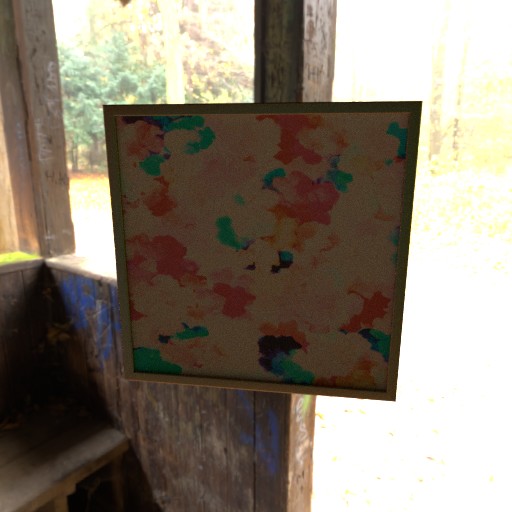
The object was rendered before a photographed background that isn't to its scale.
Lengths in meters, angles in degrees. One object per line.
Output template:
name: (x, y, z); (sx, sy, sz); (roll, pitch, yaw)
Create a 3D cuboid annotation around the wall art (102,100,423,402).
wall art: (0.000, 0.000, 0.780); (0.510, 0.509, 0.037); (2, 15, 8)
